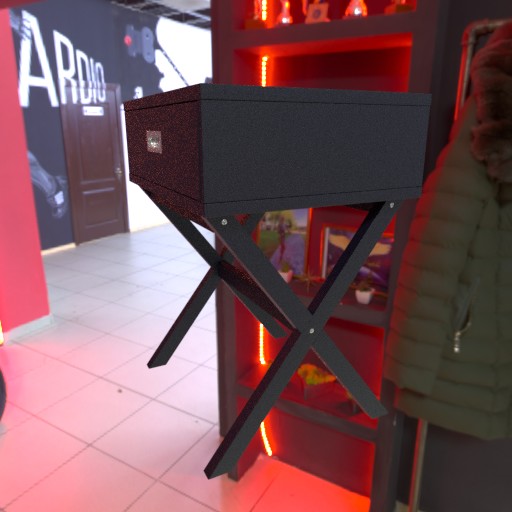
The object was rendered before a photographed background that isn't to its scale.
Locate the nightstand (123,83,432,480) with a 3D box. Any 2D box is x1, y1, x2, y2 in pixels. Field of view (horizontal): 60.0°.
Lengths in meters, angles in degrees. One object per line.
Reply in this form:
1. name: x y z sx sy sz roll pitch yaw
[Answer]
1. nightstand: 0.000 0.000 0.928 0.402 0.623 0.479 -8 18 -26
